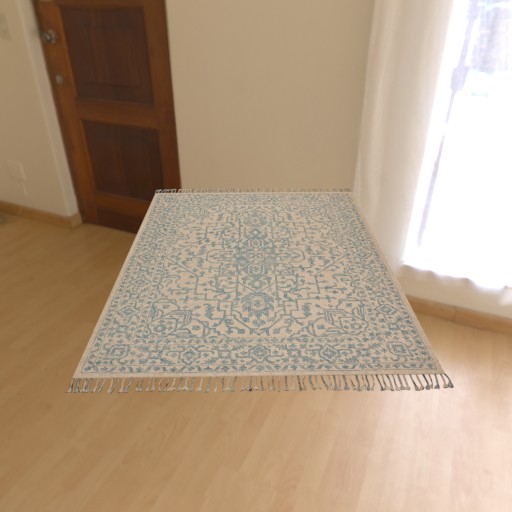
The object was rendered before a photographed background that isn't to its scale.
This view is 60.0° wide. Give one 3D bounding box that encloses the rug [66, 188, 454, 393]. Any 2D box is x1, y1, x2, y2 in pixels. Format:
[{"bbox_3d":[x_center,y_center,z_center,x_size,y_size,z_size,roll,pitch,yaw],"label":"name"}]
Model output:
[{"bbox_3d":[0.000,0.000,4.200,2.464,0.010,3.327,-1,31,-1],"label":"rug"}]
